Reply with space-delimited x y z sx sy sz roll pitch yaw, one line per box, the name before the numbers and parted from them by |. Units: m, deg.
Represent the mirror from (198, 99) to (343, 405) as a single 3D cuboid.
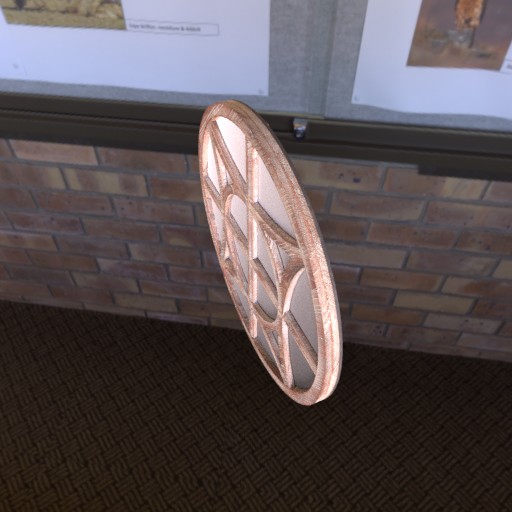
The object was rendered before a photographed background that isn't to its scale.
mirror | 0.000 0.000 1.057 0.038 0.710 0.710 -18 49 -16
